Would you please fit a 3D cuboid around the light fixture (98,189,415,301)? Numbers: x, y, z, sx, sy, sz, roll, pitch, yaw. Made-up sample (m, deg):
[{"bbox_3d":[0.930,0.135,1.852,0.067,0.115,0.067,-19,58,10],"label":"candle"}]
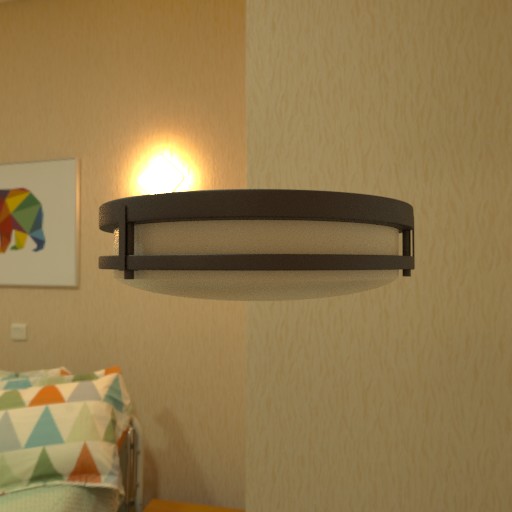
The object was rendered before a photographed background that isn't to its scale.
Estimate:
[{"bbox_3d":[0.000,0.000,0.530,0.356,0.102,0.356,0,-1,0],"label":"light fixture"}]
